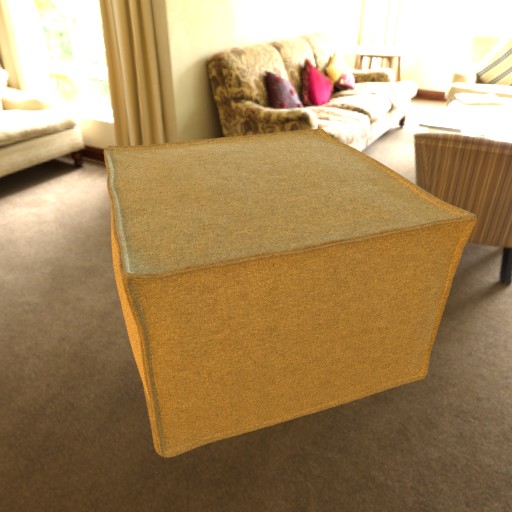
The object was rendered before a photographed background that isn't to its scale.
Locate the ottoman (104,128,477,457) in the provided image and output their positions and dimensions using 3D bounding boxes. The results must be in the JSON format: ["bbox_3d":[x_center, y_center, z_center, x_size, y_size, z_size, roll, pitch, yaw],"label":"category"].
[{"bbox_3d":[0.000,0.000,1.141,0.696,0.470,0.707,-10,33,-16],"label":"ottoman"}]
